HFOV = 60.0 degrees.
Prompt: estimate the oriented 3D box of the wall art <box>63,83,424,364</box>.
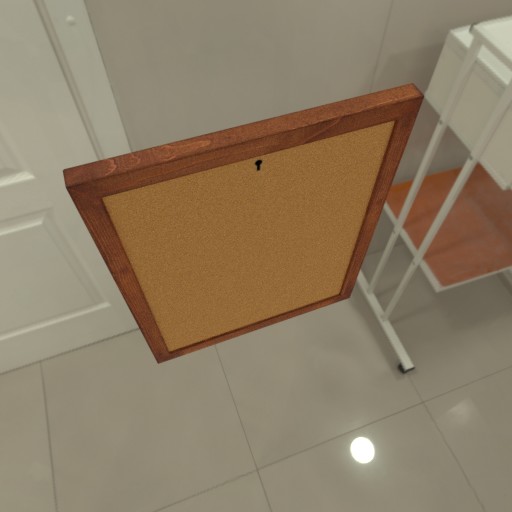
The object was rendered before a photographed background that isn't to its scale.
[{"bbox_3d":[0.000,0.000,0.776,0.462,0.558,0.030,-17,58,-11],"label":"wall art"}]
